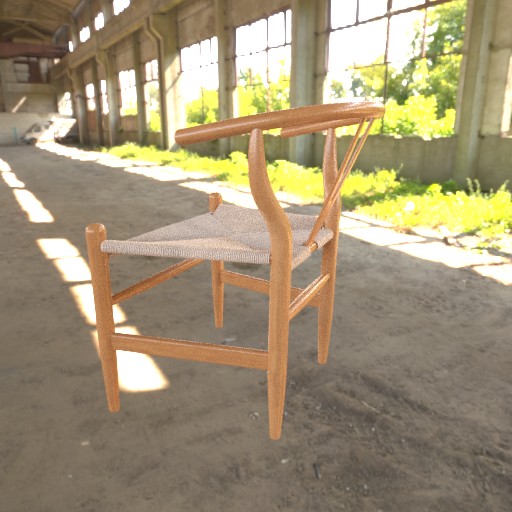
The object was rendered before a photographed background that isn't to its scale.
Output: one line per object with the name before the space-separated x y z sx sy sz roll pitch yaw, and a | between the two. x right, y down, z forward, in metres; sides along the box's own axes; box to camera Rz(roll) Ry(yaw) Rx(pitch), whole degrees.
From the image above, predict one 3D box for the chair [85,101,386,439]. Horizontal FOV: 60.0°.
chair | 0.000 0.000 1.126 0.579 0.730 0.569 8 18 24
